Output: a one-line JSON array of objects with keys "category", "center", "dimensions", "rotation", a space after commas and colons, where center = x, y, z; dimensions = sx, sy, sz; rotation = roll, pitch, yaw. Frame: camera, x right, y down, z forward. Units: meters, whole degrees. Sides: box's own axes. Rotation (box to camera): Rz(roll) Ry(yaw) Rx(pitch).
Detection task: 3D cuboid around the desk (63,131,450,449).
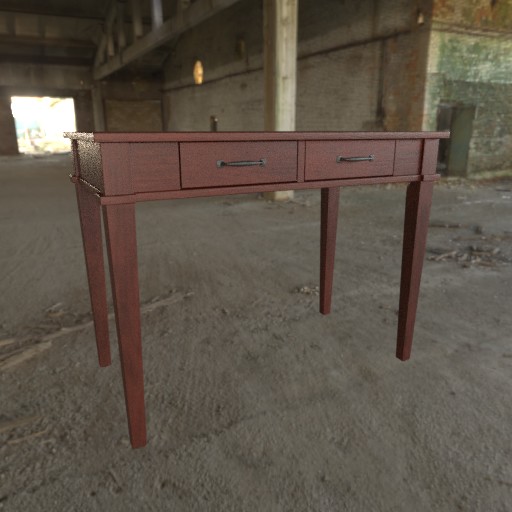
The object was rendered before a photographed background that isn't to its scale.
[{"category": "desk", "center": [0.000, 0.000, 1.410], "dimensions": [1.001, 0.762, 0.549], "rotation": [-8, 18, -27]}]
